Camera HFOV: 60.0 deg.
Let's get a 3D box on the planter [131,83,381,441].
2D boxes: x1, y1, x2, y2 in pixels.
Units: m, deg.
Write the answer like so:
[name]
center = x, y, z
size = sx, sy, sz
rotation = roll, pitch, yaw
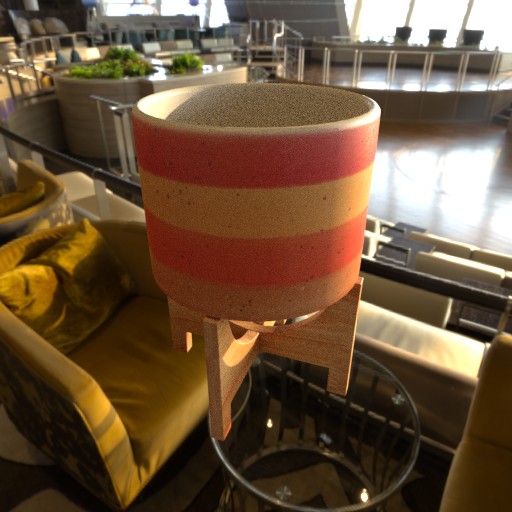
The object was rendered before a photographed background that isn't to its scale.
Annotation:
[planter]
center = 0.000, 0.000, 0.562
size = 0.269, 0.379, 0.269
rotation = 0, 29, 0
